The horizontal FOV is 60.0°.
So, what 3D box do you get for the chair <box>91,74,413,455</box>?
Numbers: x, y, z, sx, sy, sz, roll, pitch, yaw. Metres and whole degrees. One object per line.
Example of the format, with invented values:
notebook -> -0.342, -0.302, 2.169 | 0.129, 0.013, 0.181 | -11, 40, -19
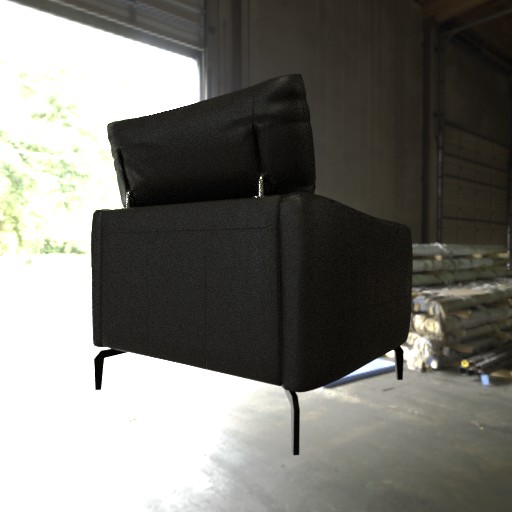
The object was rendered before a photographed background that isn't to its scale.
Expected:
chair -> 0.000, 0.000, 1.634 | 0.976, 0.949, 0.809 | 1, 1, 37
